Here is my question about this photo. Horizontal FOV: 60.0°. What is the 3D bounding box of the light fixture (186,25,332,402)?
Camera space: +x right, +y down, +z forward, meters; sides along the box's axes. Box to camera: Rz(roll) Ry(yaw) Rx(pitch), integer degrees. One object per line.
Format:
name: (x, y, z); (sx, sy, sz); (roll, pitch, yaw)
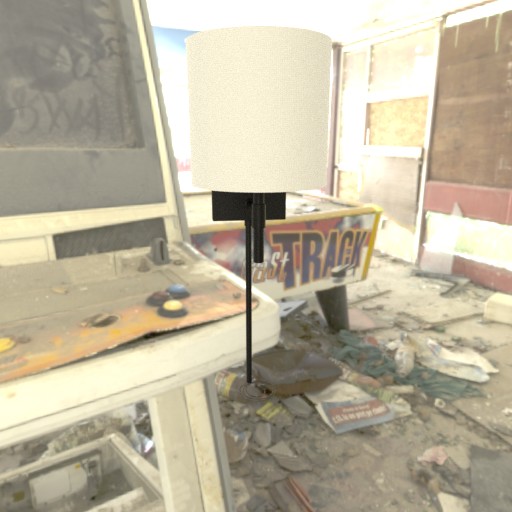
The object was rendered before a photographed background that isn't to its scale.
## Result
light fixture: (0.000, 0.000, 0.681); (0.188, 0.589, 0.248); (-2, 15, -7)
